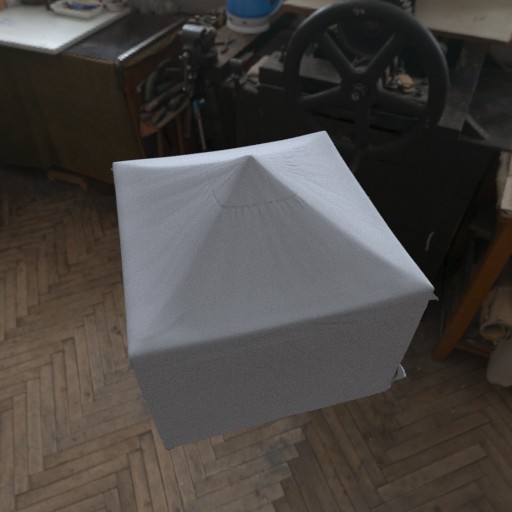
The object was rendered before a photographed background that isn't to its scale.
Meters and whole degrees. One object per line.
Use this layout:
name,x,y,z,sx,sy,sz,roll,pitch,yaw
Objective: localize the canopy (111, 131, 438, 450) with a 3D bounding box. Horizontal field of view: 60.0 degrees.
canopy,0.000,0.000,5.474,3.121,2.997,3.043,-11,48,-10
